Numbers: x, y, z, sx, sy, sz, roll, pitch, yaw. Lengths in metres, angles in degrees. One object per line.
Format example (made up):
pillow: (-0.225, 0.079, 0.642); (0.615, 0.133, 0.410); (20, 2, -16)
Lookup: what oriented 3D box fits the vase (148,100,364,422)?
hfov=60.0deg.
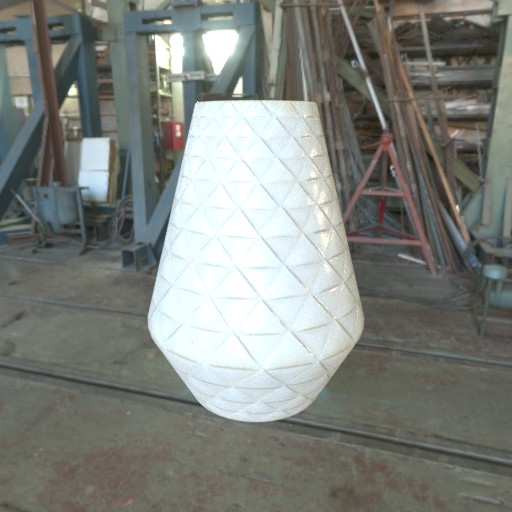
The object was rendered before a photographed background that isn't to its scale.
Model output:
vase: (0.000, 0.000, 0.353); (0.175, 0.230, 0.175); (0, 17, 0)
